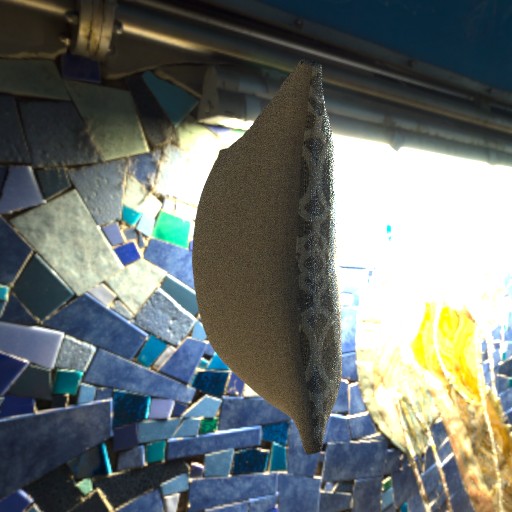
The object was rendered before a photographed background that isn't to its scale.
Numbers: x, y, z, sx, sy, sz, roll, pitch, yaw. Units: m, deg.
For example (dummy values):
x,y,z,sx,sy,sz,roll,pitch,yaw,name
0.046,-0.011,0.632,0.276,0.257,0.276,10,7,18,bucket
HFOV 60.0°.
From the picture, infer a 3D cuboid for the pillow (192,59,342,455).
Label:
x,y,z,sx,sy,sz,roll,pitch,yaw,name
0.000,0.000,0.792,0.215,0.498,0.508,0,0,-17,pillow
